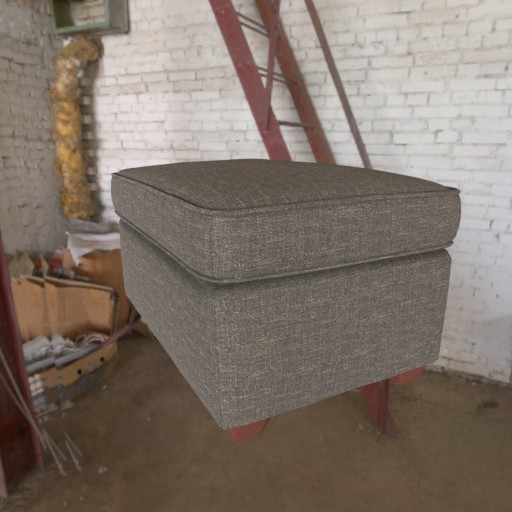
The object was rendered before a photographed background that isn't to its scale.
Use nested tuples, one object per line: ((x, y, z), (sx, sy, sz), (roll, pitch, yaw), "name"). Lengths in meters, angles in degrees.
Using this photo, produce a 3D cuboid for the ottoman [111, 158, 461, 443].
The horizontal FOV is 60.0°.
((0.000, 0.000, 1.075), (0.549, 0.450, 0.749), (-8, 18, -27), "ottoman")
